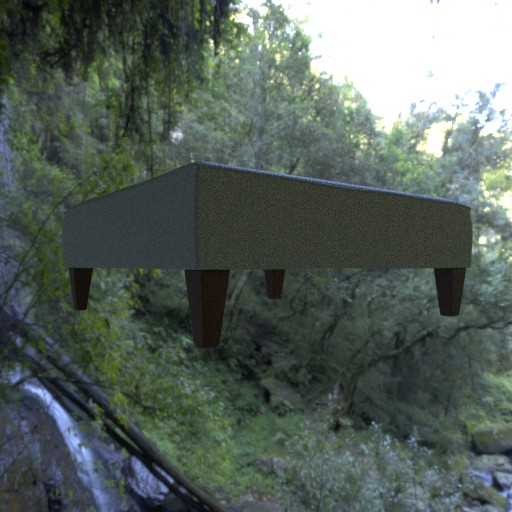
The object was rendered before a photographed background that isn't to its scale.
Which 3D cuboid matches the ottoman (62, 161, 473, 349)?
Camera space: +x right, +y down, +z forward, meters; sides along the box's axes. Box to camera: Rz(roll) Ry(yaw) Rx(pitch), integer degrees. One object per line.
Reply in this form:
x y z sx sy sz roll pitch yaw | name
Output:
0.000 0.000 1.484 1.004 0.379 0.968 1 -1 -37 | ottoman
